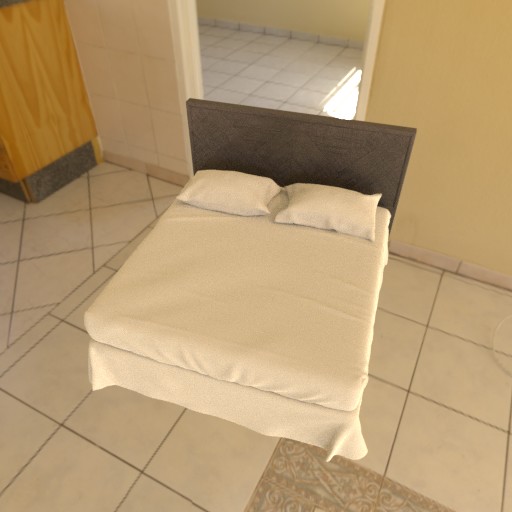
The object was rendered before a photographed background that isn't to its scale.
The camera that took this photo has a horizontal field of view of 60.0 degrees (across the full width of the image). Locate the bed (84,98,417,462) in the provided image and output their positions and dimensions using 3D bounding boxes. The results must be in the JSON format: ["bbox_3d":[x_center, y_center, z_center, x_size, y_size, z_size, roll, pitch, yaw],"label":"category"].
[{"bbox_3d":[0.000,0.000,2.808,1.772,1.142,1.785,12,43,13],"label":"bed"}]
